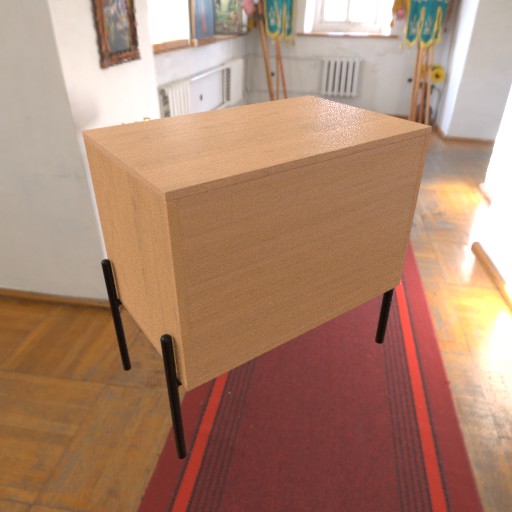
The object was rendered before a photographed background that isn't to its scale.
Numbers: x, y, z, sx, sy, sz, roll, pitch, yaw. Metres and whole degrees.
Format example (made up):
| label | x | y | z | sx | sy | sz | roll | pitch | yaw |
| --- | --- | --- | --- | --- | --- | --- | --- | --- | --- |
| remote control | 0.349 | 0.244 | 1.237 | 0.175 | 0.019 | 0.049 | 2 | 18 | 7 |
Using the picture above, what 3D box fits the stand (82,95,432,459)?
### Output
| label | x | y | z | sx | sy | sz | roll | pitch | yaw |
| --- | --- | --- | --- | --- | --- | --- | --- | --- | --- |
| stand | 0.000 | 0.000 | 1.038 | 0.630 | 0.600 | 0.400 | -20 | 36 | -30 |
